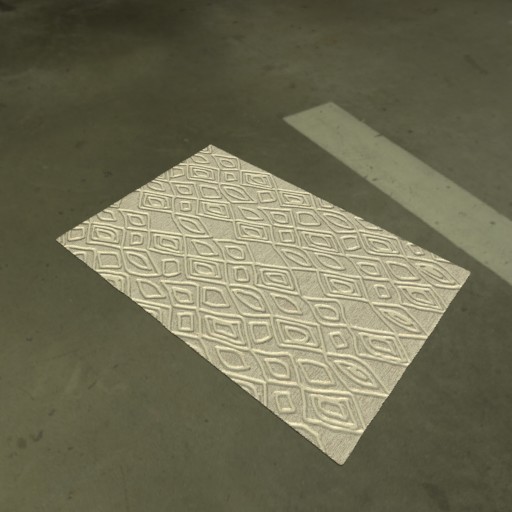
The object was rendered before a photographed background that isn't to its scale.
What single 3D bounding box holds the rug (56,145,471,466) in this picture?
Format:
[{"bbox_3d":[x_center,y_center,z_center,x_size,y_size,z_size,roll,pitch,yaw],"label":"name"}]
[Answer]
[{"bbox_3d":[0.000,0.000,2.328,1.832,0.016,1.224,31,54,26],"label":"rug"}]
